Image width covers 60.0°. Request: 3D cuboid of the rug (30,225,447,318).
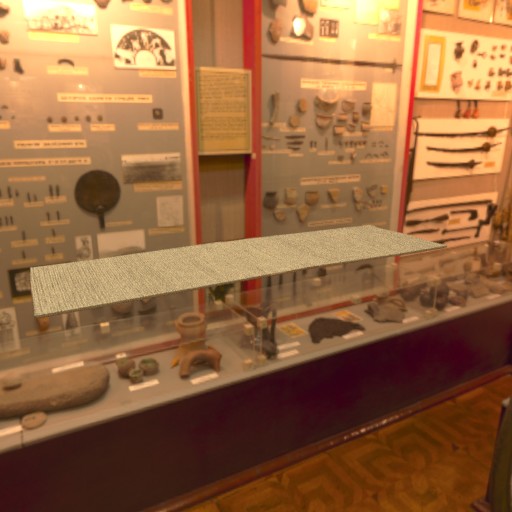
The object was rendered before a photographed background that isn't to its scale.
[{"bbox_3d":[0.000,0.000,2.536,2.320,0.032,0.692,-8,18,-26],"label":"rug"}]
